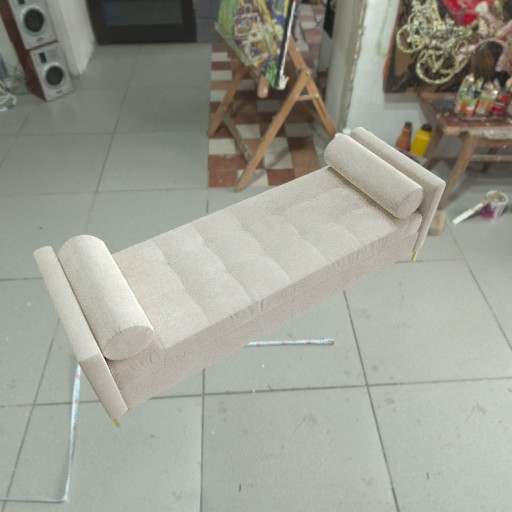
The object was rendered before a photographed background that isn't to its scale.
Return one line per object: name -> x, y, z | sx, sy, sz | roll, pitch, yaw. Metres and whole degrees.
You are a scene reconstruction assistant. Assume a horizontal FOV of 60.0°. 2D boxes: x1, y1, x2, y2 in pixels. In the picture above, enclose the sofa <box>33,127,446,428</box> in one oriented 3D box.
sofa -> 0.000, 0.000, 2.394 | 1.981, 0.635, 0.686 | -25, 52, -22
